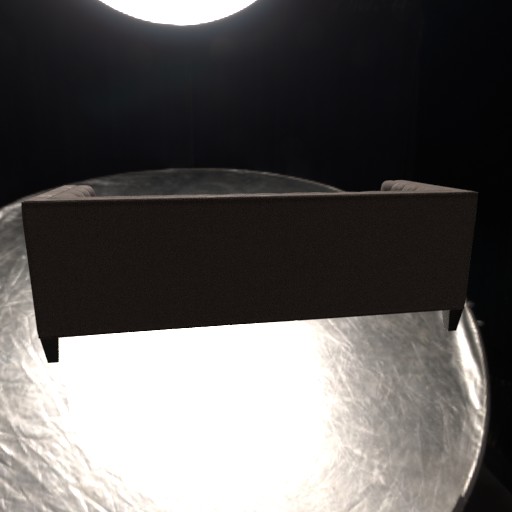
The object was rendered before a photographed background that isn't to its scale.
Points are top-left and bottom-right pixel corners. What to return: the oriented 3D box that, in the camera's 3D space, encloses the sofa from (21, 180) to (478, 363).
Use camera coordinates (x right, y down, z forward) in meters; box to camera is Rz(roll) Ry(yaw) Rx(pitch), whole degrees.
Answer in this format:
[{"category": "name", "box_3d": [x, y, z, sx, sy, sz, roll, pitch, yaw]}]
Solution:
[{"category": "sofa", "box_3d": [0.000, 0.000, 2.504, 2.159, 0.762, 0.775, -3, 14, -10]}]
